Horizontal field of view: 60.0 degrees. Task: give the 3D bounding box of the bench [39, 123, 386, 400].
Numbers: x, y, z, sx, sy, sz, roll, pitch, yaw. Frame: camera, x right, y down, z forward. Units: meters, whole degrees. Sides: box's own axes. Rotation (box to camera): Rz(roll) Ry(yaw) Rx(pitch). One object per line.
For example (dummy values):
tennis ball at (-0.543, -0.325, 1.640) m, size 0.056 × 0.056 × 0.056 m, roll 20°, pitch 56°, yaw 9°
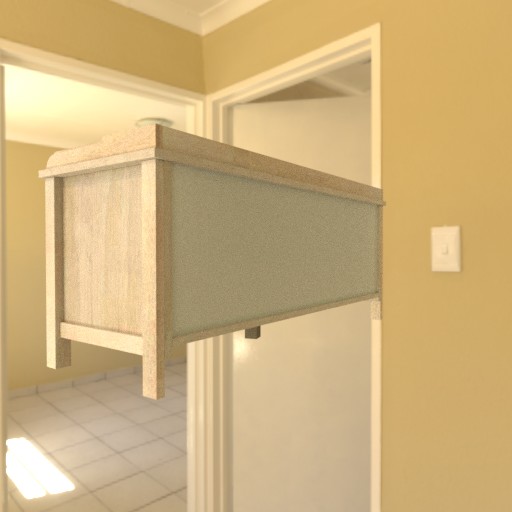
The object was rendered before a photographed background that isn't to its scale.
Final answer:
bench at (0.000, 0.000, 1.361) m, size 0.398 × 0.501 × 1.140 m, roll 1°, pitch 1°, yaw 36°
